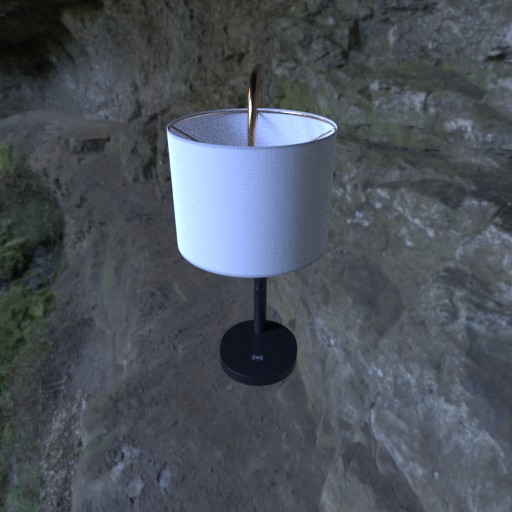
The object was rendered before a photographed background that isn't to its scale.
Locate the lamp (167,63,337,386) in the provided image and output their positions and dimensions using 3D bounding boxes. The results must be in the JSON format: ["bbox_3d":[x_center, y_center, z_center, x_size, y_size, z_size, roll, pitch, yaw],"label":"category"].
[{"bbox_3d":[0.000,0.000,0.690,0.199,0.540,0.337,2,29,3],"label":"lamp"}]
